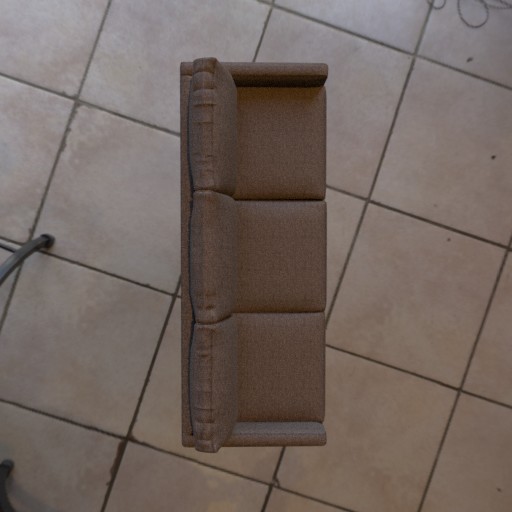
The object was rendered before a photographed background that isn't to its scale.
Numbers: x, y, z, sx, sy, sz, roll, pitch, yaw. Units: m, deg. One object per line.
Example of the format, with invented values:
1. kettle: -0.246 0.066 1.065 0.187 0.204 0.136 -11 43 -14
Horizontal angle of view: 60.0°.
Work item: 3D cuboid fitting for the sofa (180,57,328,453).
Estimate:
1. sofa: 0.000 0.000 2.734 0.876 0.882 2.253 0 92 -1
